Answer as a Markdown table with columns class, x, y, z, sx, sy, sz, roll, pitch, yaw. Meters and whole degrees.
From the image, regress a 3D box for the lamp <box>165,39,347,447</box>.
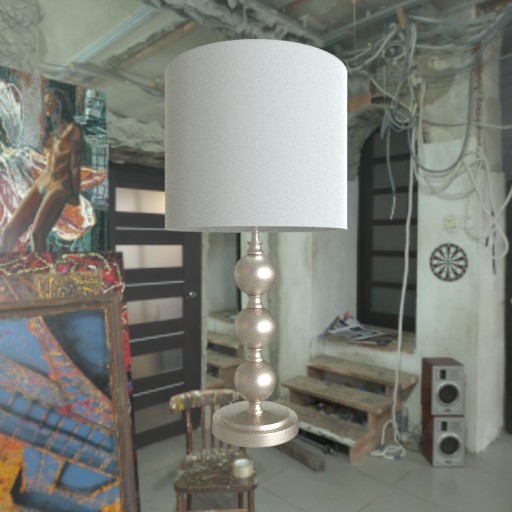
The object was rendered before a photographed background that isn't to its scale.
| class | x | y | z | sx | sy | sz | roll | pitch | yaw |
| --- | --- | --- | --- | --- | --- | --- | --- | --- | --- |
| lamp | 0.000 | 0.000 | 0.686 | 0.277 | 0.538 | 0.277 | 0 | 1 | 16 |
